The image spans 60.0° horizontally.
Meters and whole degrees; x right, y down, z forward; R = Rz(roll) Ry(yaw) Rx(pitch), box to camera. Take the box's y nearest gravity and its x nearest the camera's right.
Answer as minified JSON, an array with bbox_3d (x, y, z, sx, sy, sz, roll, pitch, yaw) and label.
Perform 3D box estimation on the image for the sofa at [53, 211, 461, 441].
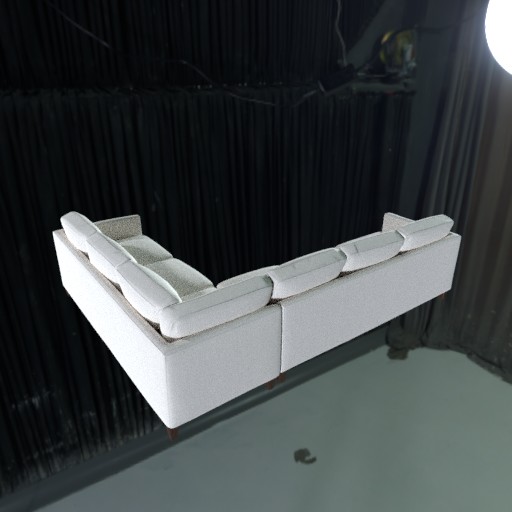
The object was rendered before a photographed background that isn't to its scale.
[{"bbox_3d":[0.000,0.000,4.551,3.302,0.947,2.593,-17,29,-33],"label":"sofa"}]
